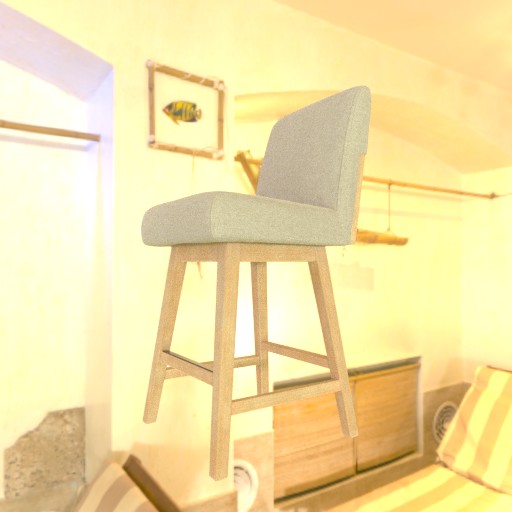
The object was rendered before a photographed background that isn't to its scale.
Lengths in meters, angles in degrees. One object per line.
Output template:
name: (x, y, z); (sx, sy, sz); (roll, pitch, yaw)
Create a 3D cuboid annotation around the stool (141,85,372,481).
stool: (0.000, 0.000, 1.413); (0.606, 1.085, 0.507); (1, -1, -35)
